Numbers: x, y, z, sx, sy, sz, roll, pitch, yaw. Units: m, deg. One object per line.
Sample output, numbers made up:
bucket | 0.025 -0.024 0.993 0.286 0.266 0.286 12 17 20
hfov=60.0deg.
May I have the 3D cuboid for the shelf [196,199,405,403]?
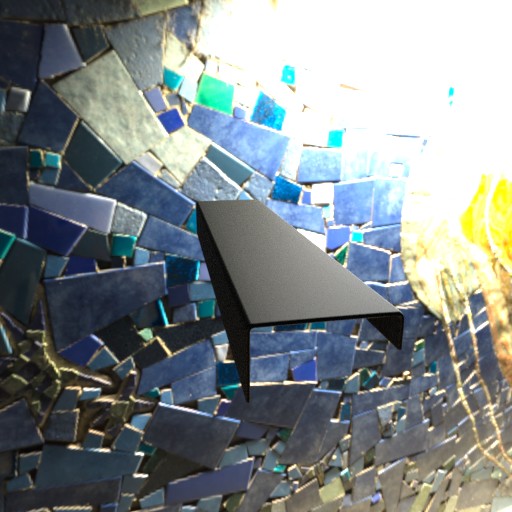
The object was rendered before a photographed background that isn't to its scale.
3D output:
shelf | 0.000 0.000 0.488 0.102 0.053 0.456 -3 17 -11
